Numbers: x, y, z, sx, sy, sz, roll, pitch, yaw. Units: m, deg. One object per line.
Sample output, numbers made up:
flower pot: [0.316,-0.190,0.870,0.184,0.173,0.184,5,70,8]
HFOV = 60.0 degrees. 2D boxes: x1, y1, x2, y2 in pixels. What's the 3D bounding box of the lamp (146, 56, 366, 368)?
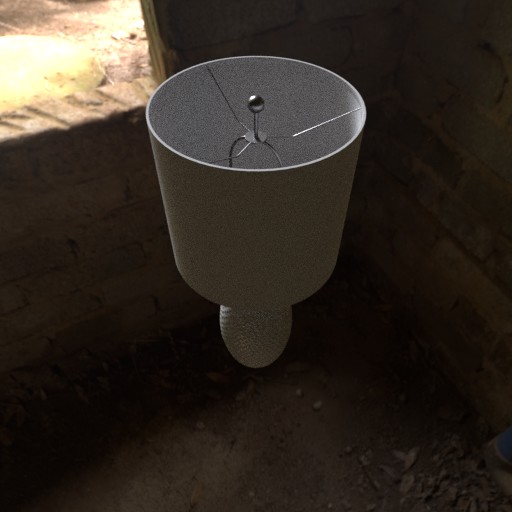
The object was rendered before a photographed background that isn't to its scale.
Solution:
lamp: [0.000,0.000,0.605,0.214,0.466,0.214,22,52,19]
